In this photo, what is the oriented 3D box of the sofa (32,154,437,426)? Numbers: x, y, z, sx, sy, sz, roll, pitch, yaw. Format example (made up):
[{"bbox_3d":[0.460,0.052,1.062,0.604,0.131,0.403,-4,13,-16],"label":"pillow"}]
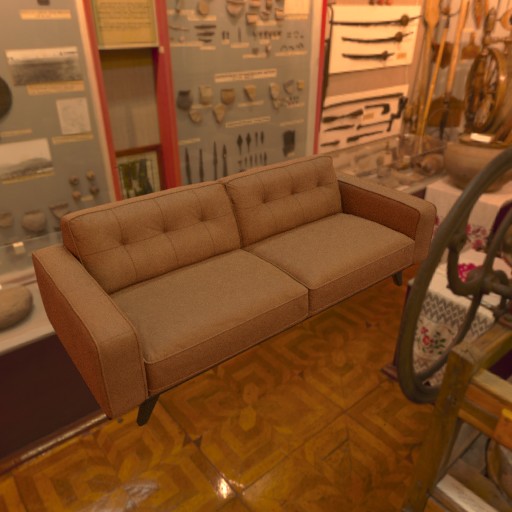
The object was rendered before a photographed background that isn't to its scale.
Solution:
[{"bbox_3d":[0.000,0.000,2.645,2.270,0.780,0.953,-21,35,-33],"label":"sofa"}]
